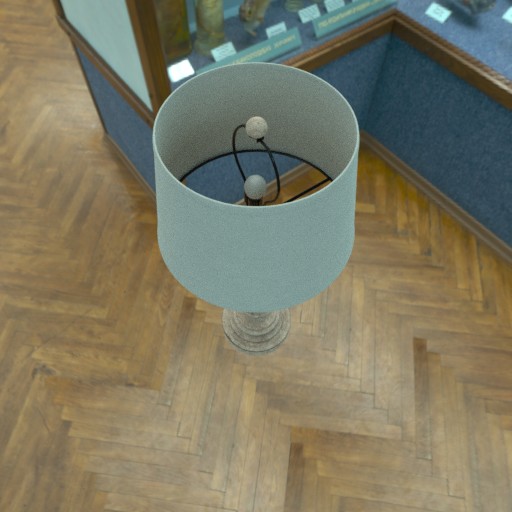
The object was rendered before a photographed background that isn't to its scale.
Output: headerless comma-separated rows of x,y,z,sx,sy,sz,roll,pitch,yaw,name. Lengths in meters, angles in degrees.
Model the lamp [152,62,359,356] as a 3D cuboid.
0.000,0.000,0.865,0.340,0.678,0.340,0,59,0,lamp
